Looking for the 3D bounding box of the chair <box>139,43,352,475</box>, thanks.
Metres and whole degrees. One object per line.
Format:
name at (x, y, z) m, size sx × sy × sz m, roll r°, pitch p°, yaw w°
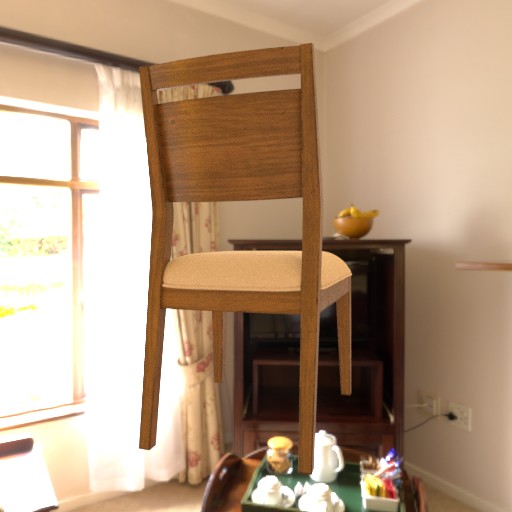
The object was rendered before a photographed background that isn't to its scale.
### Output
chair at (0.000, 0.000, 1.286) m, size 0.497 × 0.939 × 0.610 m, roll 0°, pitch 1°, yaw 17°
